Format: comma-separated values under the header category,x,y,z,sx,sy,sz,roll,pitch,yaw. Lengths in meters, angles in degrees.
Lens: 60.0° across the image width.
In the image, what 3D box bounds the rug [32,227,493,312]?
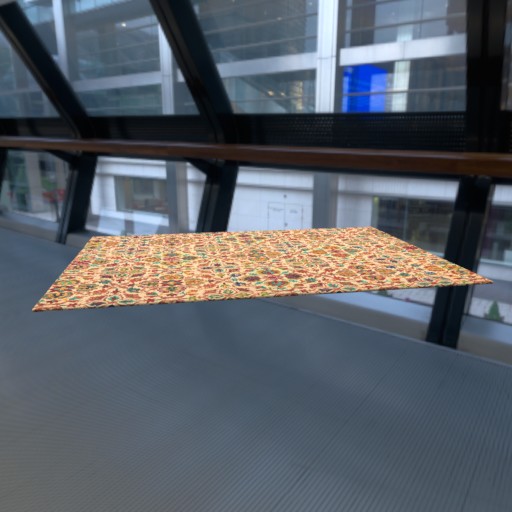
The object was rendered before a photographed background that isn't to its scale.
category,x,y,z,sx,sy,sz,roll,pitch,yaw
rug,0.000,0.000,2.310,1.838,0.013,1.226,-3,15,-10
